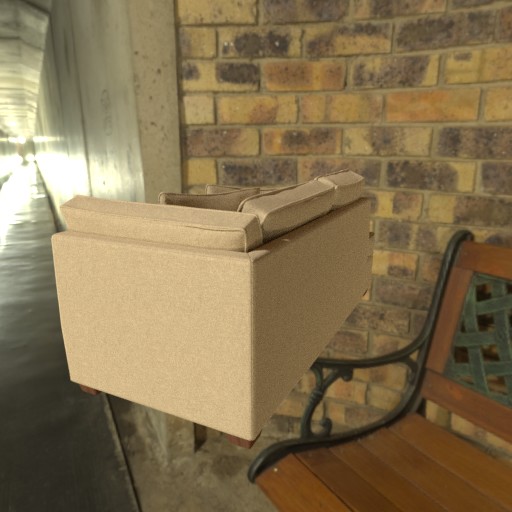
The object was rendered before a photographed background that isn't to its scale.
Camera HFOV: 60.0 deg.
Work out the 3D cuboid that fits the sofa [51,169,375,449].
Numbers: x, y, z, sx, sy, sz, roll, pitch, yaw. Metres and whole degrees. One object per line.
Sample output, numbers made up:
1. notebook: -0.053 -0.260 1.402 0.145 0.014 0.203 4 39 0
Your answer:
1. sofa: 0.000 0.000 2.865 1.110 1.033 2.237 7 16 25
